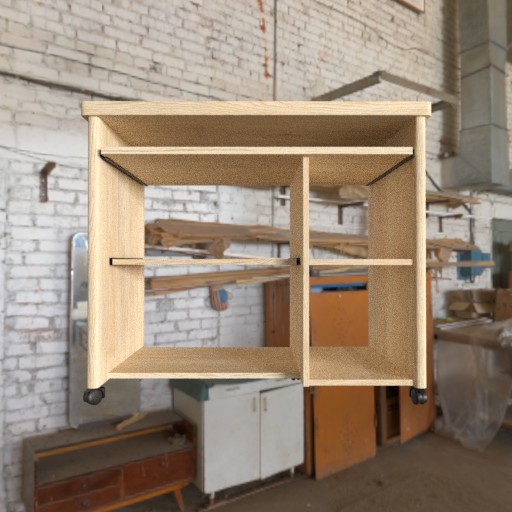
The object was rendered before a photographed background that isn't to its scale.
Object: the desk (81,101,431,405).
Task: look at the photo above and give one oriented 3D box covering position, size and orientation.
[{"bbox_3d":[0.000,0.000,1.343,0.885,0.770,0.480,0,-1,0],"label":"desk"}]
